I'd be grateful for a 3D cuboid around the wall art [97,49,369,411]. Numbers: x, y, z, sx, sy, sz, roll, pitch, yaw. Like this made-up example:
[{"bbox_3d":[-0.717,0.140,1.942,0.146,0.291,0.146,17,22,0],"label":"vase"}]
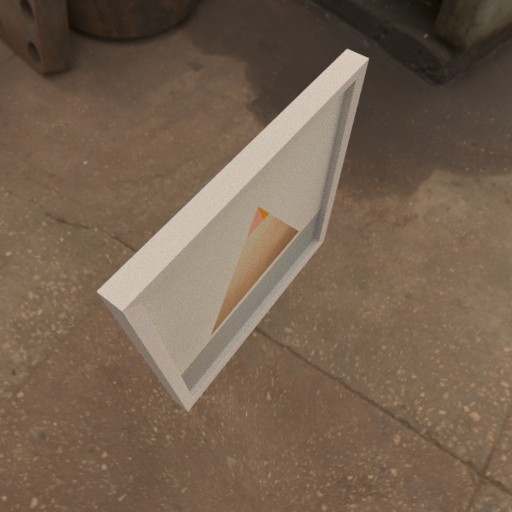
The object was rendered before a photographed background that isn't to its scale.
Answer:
[{"bbox_3d":[0.000,0.000,1.983,0.098,1.291,1.289,33,65,18],"label":"wall art"}]
